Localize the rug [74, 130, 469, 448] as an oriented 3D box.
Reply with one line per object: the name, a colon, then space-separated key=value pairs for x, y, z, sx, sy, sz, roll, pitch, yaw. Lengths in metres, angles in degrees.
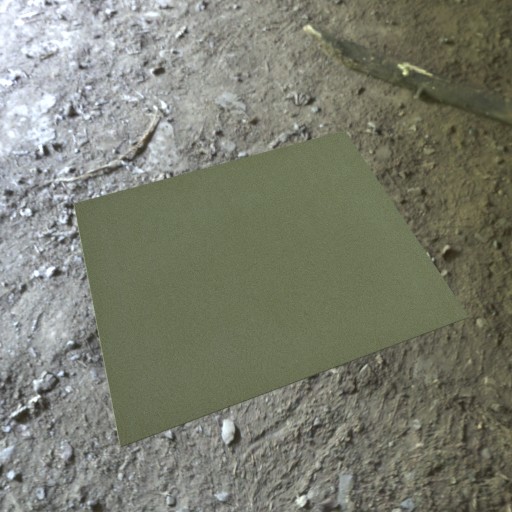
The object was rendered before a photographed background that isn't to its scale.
rug: x=0.000 y=0.000 z=3.533 sx=2.584 sy=0.011 sz=2.073 roll=-17 pitch=60 yaw=-10
